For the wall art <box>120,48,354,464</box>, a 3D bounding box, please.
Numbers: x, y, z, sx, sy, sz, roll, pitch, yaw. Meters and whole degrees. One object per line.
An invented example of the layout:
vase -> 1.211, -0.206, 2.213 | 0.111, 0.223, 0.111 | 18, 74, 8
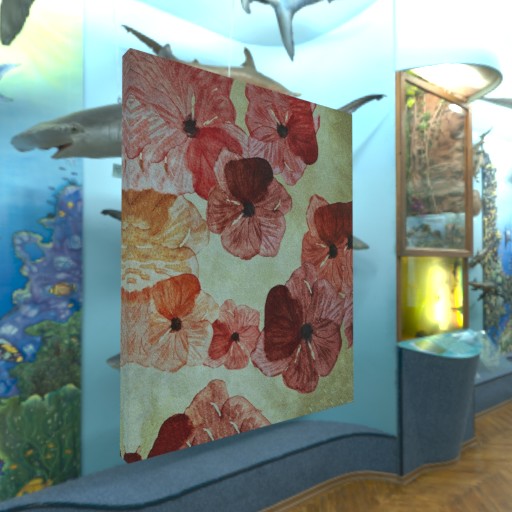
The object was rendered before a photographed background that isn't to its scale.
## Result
wall art -> 0.000, 0.000, 0.672 | 0.406, 0.508, 0.028 | 1, -1, -37
